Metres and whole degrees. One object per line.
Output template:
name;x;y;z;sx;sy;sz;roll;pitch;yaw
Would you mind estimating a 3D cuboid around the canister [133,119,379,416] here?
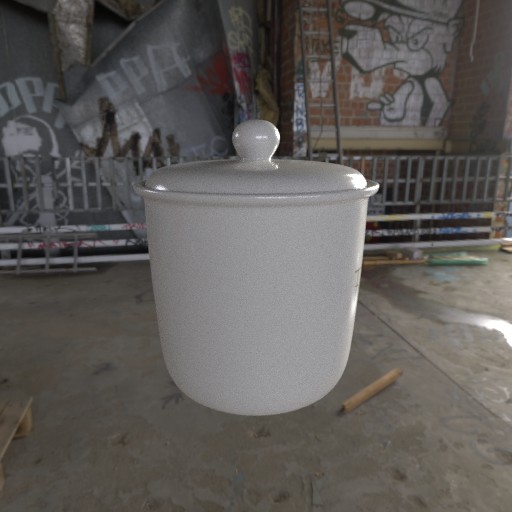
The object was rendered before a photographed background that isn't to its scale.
canister;0.000;0.000;0.353;0.182;0.208;0.182;0;14;0
